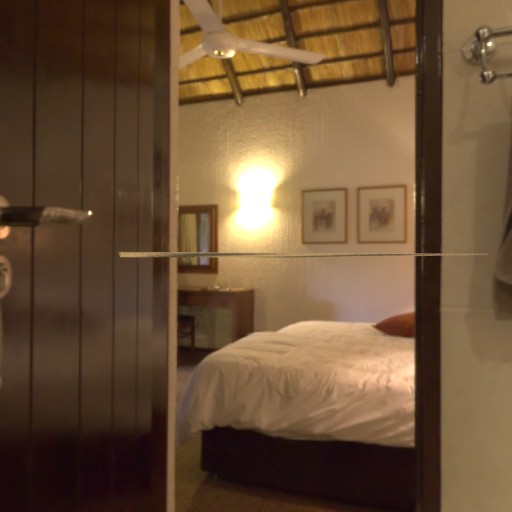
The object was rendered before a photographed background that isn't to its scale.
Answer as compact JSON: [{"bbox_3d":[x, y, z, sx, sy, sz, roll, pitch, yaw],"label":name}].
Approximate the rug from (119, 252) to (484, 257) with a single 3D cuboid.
[{"bbox_3d":[0.000,0.000,4.162,2.453,0.004,3.037,0,-1,-17],"label":"rug"}]
